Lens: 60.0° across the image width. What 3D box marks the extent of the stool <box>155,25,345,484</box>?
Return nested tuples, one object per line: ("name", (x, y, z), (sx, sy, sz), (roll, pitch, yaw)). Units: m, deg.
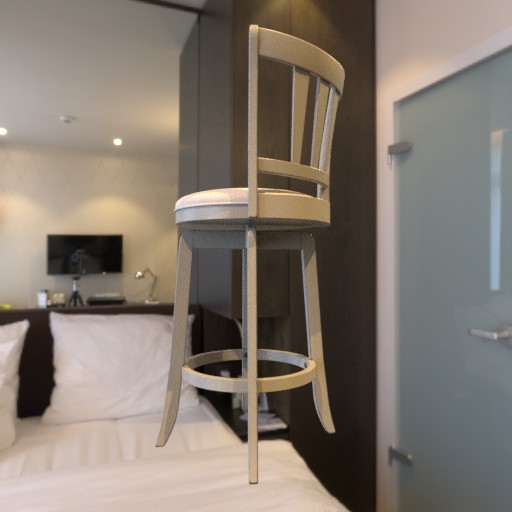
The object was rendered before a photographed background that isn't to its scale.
("stool", (0.000, 0.000, 1.253), (0.475, 1.042, 0.436), (0, -1, 38))
